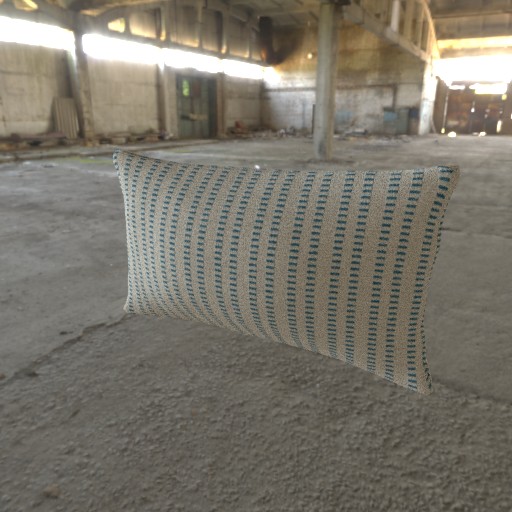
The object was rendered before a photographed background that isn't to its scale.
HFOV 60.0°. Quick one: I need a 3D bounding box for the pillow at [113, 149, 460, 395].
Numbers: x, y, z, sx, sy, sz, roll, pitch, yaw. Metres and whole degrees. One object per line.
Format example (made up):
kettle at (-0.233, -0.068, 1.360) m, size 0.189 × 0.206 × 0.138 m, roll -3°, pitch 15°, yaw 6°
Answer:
pillow at (0.000, 0.000, 0.794) m, size 0.640 × 0.353 × 0.210 m, roll 9°, pitch 20°, yaw 27°
